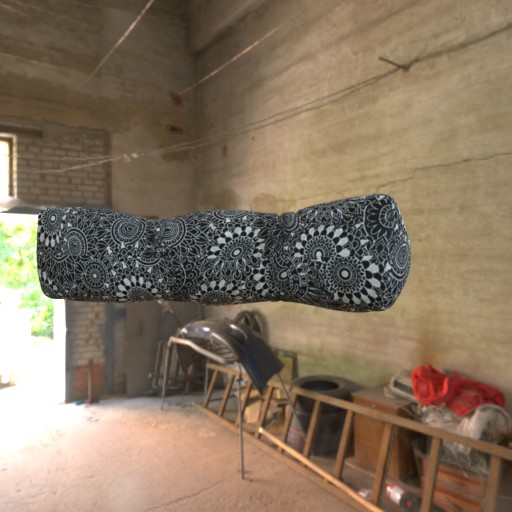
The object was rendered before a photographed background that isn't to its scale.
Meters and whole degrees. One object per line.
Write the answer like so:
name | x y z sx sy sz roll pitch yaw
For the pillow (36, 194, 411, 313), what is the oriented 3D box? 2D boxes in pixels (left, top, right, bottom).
pillow | 0.000 0.000 0.720 0.468 0.128 0.490 0 0 18
